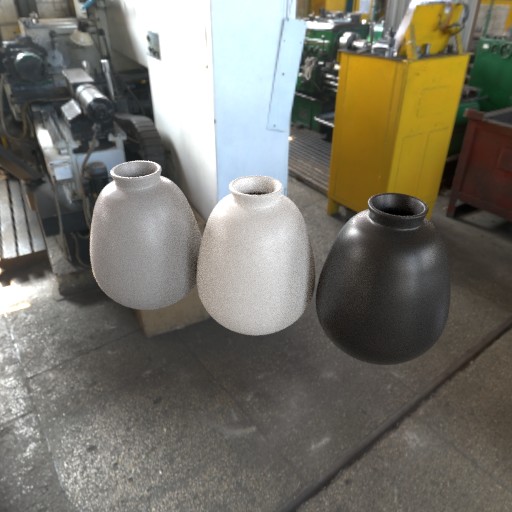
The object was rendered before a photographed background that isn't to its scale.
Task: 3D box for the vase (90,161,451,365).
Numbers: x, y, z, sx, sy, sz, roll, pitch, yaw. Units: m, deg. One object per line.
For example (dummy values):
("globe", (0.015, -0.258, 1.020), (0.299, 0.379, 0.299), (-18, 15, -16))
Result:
("vase", (0.000, 0.000, 0.355), (0.297, 0.122, 0.097), (10, 34, 16))
